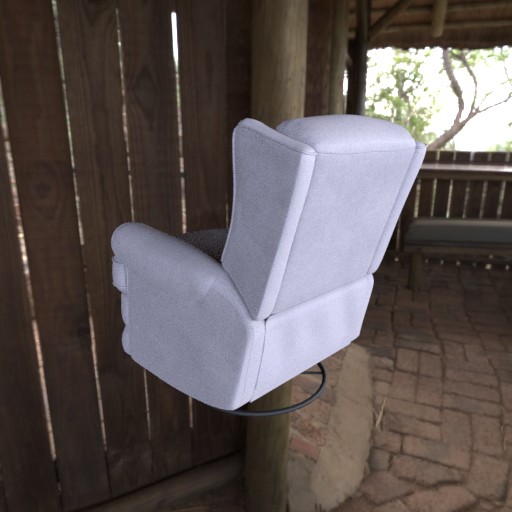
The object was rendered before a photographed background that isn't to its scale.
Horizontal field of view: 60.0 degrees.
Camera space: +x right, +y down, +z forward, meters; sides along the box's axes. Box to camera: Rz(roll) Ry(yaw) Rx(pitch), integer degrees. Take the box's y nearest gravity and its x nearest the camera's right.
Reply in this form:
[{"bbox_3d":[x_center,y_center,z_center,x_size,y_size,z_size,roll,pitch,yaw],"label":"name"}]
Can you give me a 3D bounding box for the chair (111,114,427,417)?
[{"bbox_3d":[0.000,0.000,1.691,0.969,1.011,0.847,15,22,43],"label":"chair"}]
